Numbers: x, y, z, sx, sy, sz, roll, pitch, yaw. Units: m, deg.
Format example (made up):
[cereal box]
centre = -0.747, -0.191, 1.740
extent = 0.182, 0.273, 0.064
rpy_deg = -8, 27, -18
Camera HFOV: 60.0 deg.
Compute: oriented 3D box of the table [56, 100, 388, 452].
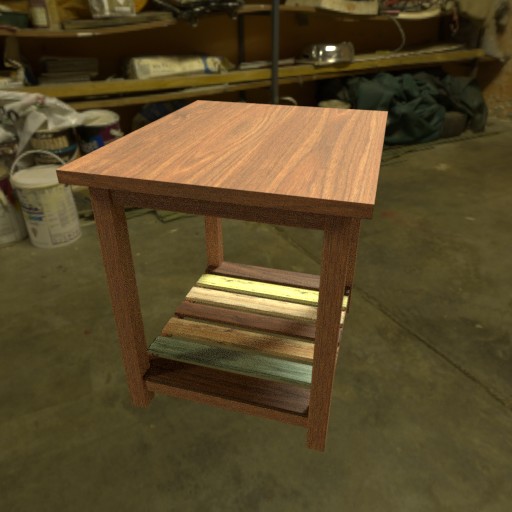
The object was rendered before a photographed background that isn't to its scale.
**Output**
[table]
centre = 0.000, 0.000, 1.162
extent = 0.559, 0.635, 0.660
rpy_deg = 8, 31, 14
